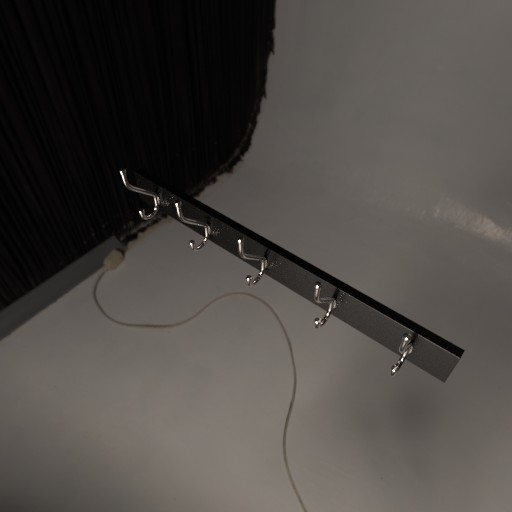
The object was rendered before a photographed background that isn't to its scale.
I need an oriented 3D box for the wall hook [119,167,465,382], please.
[{"bbox_3d":[0.000,0.000,0.623,0.571,0.117,0.071,31,54,25],"label":"wall hook"}]
